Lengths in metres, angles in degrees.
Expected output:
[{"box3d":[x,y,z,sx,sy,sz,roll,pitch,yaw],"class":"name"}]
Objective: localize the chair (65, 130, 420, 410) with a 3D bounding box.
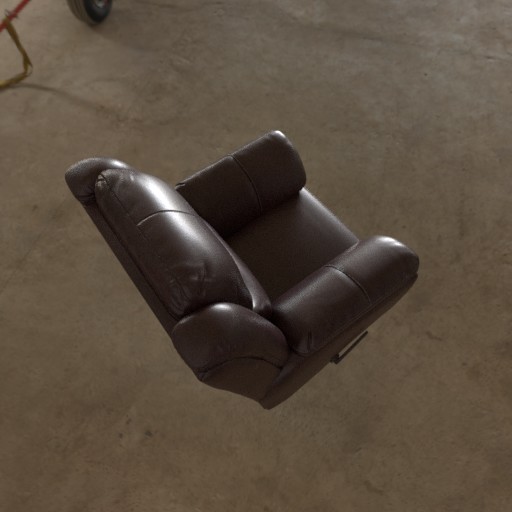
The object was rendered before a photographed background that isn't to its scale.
[{"box3d":[0.000,0.000,1.885,1.041,1.093,0.990,-31,62,-19],"class":"chair"}]
